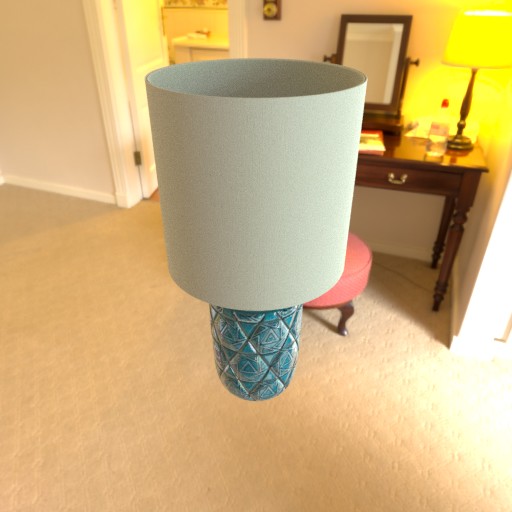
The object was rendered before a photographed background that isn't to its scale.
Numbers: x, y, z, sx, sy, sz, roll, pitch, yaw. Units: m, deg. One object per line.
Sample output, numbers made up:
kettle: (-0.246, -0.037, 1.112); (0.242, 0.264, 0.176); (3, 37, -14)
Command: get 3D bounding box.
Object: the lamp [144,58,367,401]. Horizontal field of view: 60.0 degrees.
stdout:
lamp: (0.000, 0.000, 0.490); (0.193, 0.377, 0.193); (-9, 33, -15)
